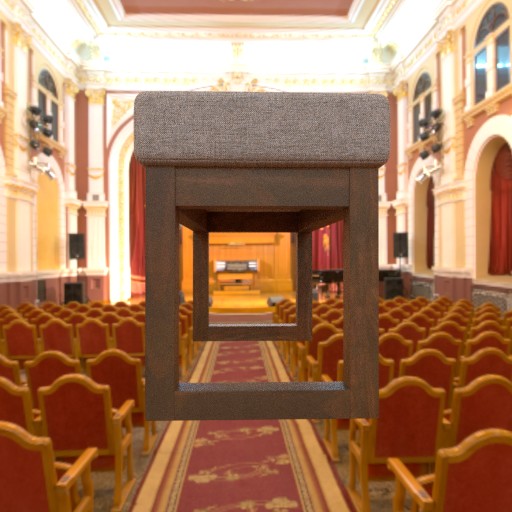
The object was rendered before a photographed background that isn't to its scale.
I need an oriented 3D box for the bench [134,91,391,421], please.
[{"bbox_3d":[0.000,0.000,0.950,0.366,0.467,0.681,0,0,-2],"label":"bench"}]
